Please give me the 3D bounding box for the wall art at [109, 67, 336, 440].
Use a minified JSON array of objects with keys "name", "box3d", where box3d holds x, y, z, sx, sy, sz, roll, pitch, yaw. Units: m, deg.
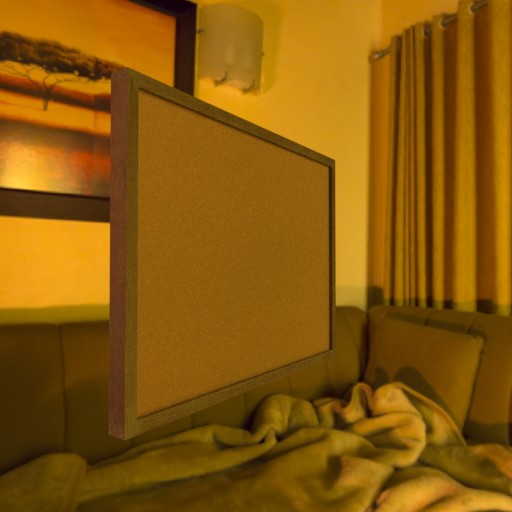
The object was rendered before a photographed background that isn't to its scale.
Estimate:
[{"name":"wall art","box3d":[0.000,0.000,1.757,0.070,1.009,1.320,-1,-1,35]}]
